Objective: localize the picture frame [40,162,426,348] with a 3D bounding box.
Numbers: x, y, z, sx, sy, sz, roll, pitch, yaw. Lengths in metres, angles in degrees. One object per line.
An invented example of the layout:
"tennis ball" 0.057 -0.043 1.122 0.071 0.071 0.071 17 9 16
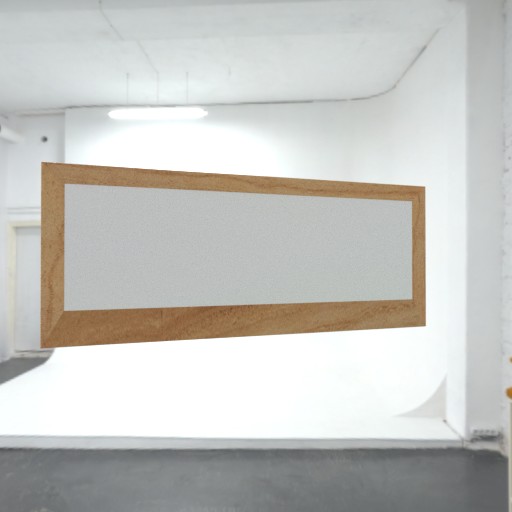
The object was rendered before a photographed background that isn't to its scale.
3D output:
"picture frame" 0.000 0.000 0.668 0.582 0.234 0.045 0 -1 -19
